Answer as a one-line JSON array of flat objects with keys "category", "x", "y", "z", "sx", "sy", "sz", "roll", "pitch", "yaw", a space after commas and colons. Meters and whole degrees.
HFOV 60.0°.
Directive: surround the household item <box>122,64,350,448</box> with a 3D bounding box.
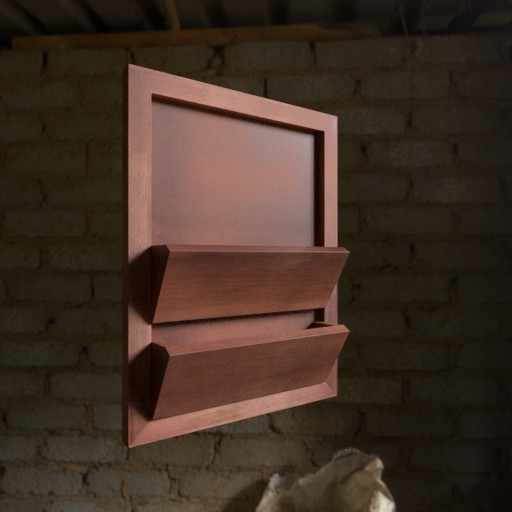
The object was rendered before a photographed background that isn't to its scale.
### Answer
[{"category": "household item", "x": 0.000, "y": 0.000, "z": 0.545, "sx": 0.310, "sy": 0.407, "sz": 0.067, "roll": 0, "pitch": 0, "yaw": -35}]
